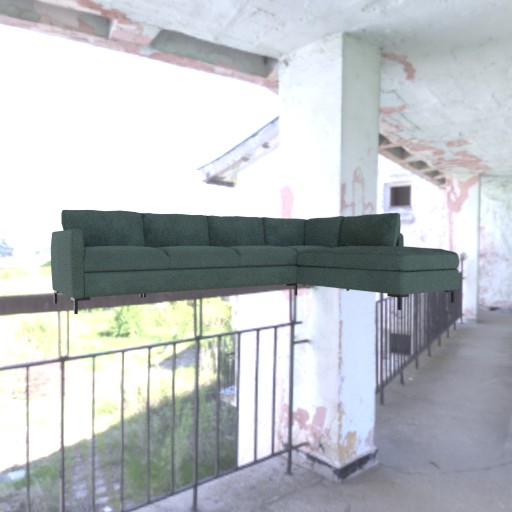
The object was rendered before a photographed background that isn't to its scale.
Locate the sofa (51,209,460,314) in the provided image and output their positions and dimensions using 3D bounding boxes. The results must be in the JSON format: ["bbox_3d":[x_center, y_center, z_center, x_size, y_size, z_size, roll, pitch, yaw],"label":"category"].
[{"bbox_3d":[0.000,0.000,3.215,2.486,0.687,1.707,-1,2,-35],"label":"sofa"}]
